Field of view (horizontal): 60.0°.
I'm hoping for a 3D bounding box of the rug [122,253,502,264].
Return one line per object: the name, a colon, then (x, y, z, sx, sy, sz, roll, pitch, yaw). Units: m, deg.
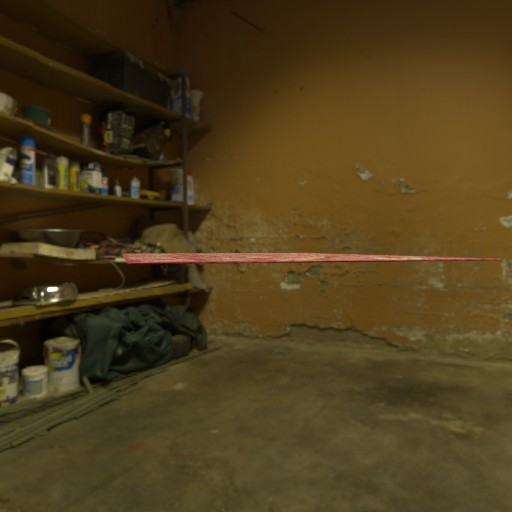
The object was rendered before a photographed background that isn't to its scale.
rug: (0.000, 0.000, 2.750, 1.579, 0.007, 2.184, 0, 1, -17)
